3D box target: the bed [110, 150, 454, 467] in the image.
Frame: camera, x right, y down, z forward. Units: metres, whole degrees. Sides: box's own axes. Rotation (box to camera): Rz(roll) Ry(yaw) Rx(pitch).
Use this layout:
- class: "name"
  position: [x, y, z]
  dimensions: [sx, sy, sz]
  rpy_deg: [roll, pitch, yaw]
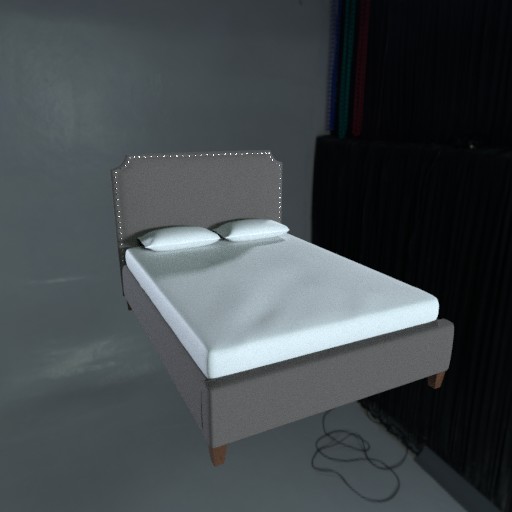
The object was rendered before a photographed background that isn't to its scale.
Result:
- class: "bed"
  position: [0.000, 0.000, 3.416]
  dimensions: [1.713, 1.443, 2.372]
  rpy_deg: [-8, 19, -25]
